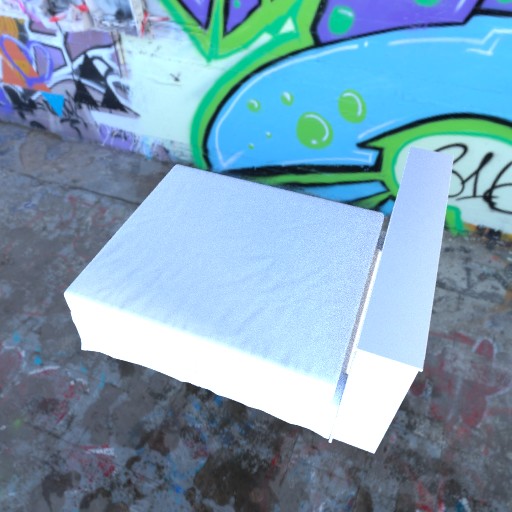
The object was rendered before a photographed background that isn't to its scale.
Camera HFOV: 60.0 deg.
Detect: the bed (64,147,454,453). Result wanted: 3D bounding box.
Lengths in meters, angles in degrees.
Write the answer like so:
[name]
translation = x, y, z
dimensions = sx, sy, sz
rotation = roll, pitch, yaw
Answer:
[bed]
translation = 0.000, 0.000, 3.031
dimensions = 2.133, 1.092, 1.671
rotation = 16, 49, 14
